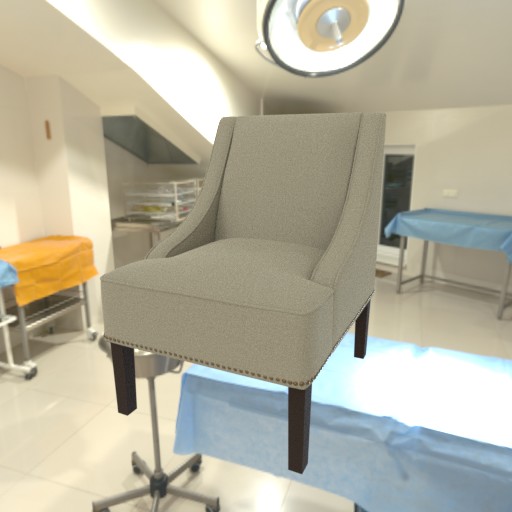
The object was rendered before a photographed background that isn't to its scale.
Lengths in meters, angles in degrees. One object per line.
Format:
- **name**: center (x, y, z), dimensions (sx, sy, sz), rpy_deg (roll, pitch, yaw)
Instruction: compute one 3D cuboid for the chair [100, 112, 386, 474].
- **chair**: center (0.000, 0.000, 1.359), dimensions (0.610, 0.864, 0.737), rpy_deg (7, 16, 25)
